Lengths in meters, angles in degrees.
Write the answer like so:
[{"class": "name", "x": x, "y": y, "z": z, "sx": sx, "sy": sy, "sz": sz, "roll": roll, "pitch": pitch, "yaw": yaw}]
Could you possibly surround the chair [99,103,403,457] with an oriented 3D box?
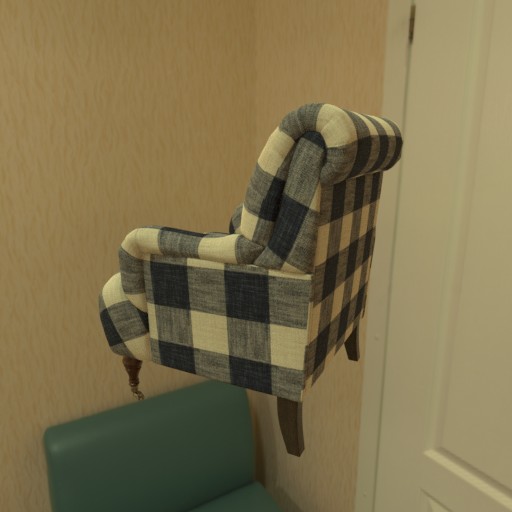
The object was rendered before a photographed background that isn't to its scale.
[{"class": "chair", "x": 0.000, "y": 0.000, "z": 1.570, "sx": 0.848, "sy": 0.953, "sz": 0.781, "roll": 7, "pitch": 16, "yaw": 26}]
